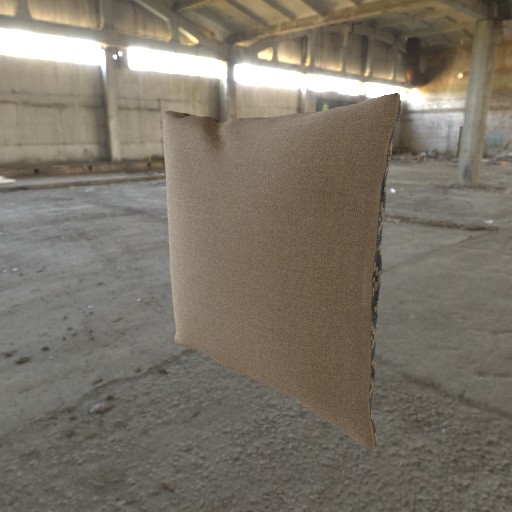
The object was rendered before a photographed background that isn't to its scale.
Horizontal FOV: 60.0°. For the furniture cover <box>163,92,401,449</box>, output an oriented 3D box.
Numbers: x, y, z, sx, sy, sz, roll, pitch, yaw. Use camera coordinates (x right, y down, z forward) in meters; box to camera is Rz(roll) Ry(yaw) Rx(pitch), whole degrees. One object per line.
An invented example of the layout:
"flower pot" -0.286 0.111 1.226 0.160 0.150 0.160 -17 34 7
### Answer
"furniture cover" 0.000 0.000 0.658 0.139 0.431 0.431 -14 21 -43
